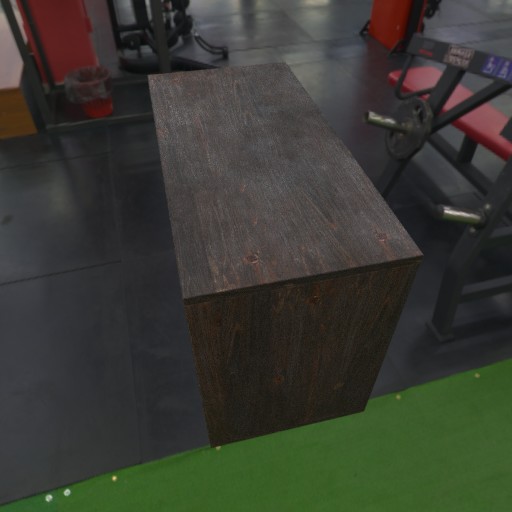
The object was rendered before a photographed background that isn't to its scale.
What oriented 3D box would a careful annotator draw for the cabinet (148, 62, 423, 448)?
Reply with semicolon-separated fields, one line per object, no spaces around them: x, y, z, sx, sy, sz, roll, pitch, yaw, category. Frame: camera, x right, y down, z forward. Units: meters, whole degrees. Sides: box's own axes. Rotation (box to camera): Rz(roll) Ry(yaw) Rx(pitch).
0.000;0.000;1.544;0.529;0.897;1.023;-10;46;-9;cabinet
